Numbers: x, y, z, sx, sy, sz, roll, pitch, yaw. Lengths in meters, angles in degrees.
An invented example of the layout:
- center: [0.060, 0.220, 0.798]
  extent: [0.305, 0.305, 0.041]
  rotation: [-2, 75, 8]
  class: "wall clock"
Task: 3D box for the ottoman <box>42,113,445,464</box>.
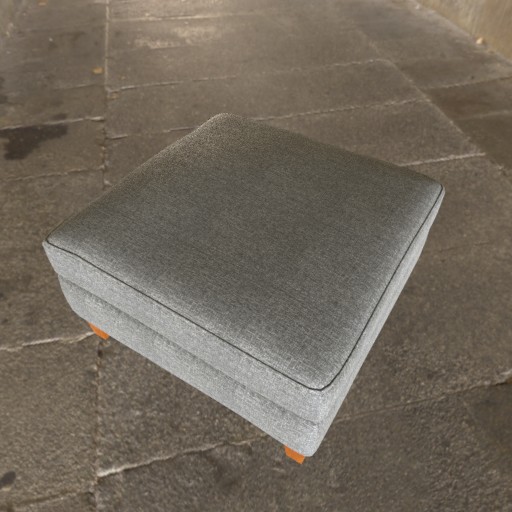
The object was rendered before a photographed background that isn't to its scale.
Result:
- center: [0.000, 0.000, 1.353]
  extent: [0.838, 0.481, 0.838]
  rotation: [25, 51, 22]
  class: "ottoman"
